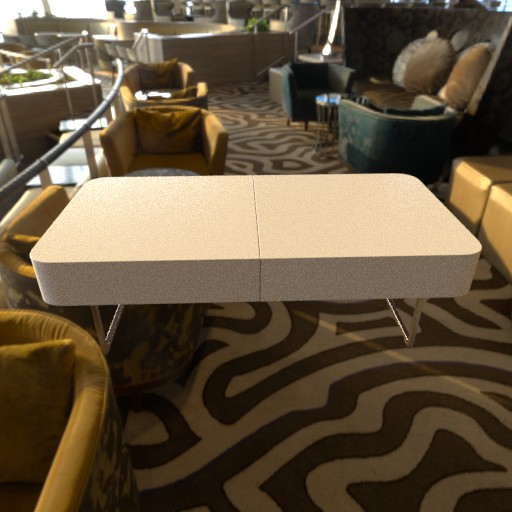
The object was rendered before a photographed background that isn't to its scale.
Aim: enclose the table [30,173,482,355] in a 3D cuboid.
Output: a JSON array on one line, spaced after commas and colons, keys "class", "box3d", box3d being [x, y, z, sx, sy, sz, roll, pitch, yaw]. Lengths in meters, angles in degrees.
[{"class": "table", "box3d": [0.000, 0.000, 1.473, 1.200, 0.340, 0.600, -1, 31, -2]}]
